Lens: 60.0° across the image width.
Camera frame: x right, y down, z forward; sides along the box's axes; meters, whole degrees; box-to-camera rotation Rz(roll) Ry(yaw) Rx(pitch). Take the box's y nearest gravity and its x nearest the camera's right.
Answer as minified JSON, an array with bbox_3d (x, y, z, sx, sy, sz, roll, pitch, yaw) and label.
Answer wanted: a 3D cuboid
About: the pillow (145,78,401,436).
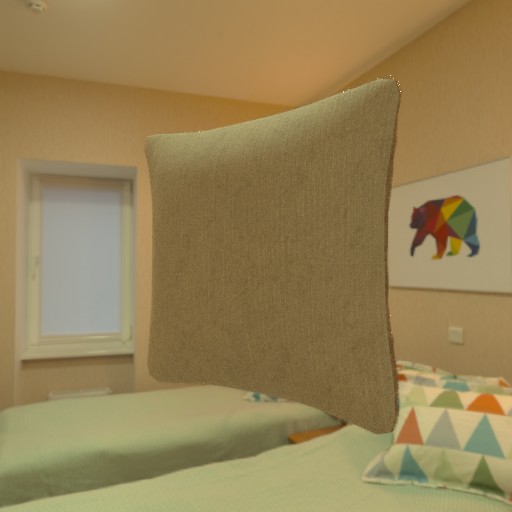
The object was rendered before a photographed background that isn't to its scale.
[{"bbox_3d":[0.000,0.000,0.802,0.538,0.525,0.216,-1,-2,35],"label":"pillow"}]
